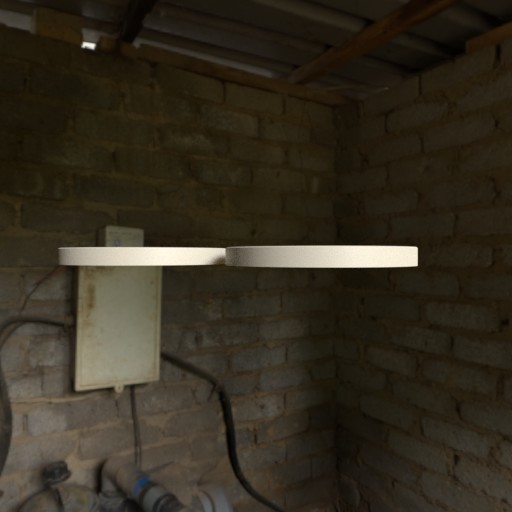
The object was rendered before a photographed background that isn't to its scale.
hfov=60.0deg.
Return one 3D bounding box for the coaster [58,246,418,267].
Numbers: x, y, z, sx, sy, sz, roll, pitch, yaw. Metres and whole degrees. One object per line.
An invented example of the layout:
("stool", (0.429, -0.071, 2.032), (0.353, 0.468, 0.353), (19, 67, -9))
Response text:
("coaster", (0.000, 0.000, 0.329), (0.224, 0.010, 0.220), (0, 0, 19))
